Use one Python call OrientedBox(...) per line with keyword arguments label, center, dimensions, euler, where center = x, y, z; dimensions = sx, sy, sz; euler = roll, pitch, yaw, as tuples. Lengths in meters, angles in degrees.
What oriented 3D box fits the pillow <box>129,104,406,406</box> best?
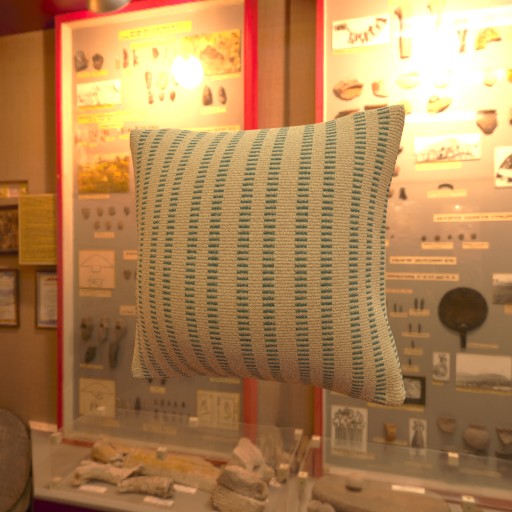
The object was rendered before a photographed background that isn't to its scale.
OrientedBox(label="pillow", center=(0.000, 0.000, 0.676), dimensions=(0.438, 0.419, 0.247), euler=(0, 2, 17))
